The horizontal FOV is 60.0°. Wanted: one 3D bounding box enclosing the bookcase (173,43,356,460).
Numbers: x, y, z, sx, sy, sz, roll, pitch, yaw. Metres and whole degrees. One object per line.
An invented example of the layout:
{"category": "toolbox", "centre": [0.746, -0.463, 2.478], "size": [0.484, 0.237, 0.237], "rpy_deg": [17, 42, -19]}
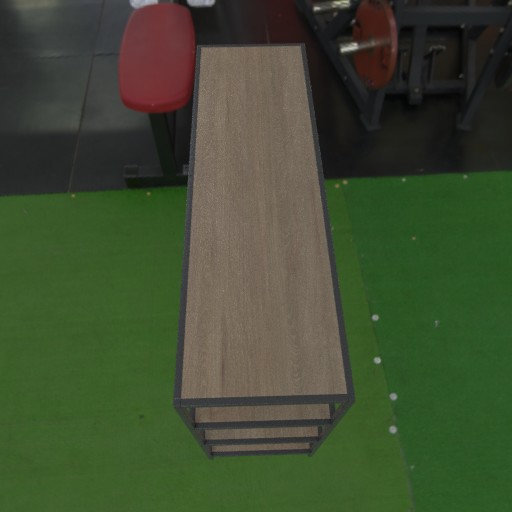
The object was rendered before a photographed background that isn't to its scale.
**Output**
{"category": "bookcase", "centre": [0.000, 0.000, 1.475], "size": [0.350, 0.780, 1.140], "rpy_deg": [-1, 59, -1]}
